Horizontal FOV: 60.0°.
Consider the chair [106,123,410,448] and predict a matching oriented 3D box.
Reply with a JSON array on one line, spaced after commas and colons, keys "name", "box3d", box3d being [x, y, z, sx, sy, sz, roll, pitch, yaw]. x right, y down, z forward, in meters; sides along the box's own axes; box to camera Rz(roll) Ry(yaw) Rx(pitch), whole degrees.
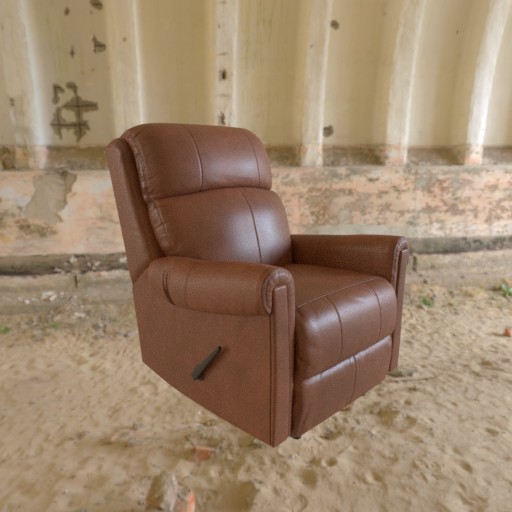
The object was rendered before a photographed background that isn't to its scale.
[{"name": "chair", "box3d": [0.000, 0.000, 1.799, 0.838, 1.054, 1.014, -12, 17, -43]}]
